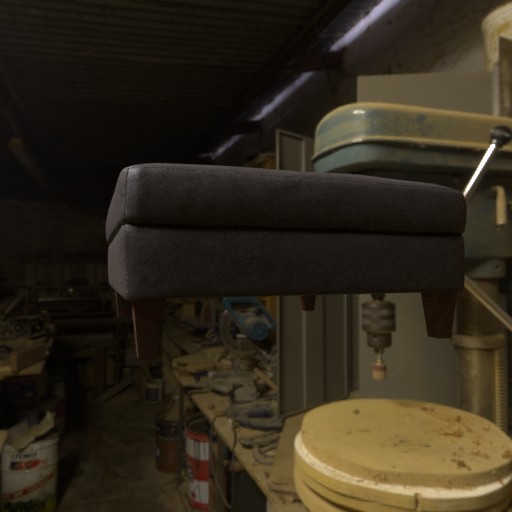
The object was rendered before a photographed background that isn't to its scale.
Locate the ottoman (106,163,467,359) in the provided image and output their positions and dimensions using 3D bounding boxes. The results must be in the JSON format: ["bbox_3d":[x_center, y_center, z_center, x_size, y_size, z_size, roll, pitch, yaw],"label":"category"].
[{"bbox_3d":[0.000,0.000,1.322,0.836,0.415,0.844,1,-2,-20],"label":"ottoman"}]
